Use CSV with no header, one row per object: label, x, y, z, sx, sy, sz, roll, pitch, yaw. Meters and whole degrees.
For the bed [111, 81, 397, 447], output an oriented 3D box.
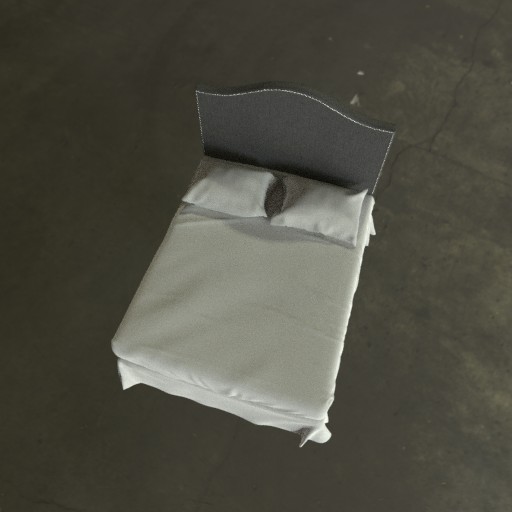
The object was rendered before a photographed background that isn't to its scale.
bed,0.000,0.000,3.428,1.876,1.645,2.221,15,60,9
